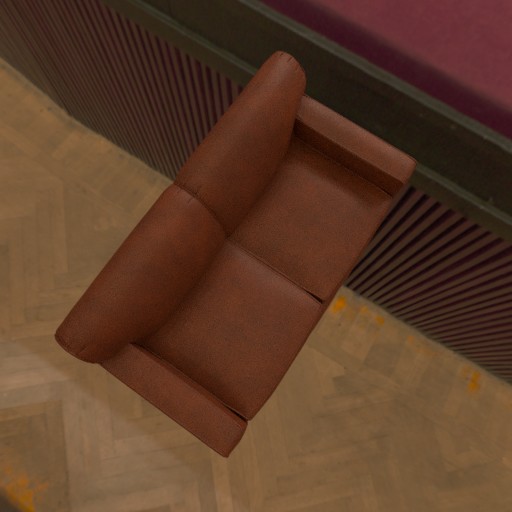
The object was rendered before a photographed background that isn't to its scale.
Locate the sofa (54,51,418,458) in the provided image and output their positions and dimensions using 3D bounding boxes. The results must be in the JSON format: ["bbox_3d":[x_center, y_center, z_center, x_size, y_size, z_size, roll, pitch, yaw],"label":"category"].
[{"bbox_3d":[0.000,0.000,2.465,1.000,0.966,1.856,33,78,8],"label":"sofa"}]
